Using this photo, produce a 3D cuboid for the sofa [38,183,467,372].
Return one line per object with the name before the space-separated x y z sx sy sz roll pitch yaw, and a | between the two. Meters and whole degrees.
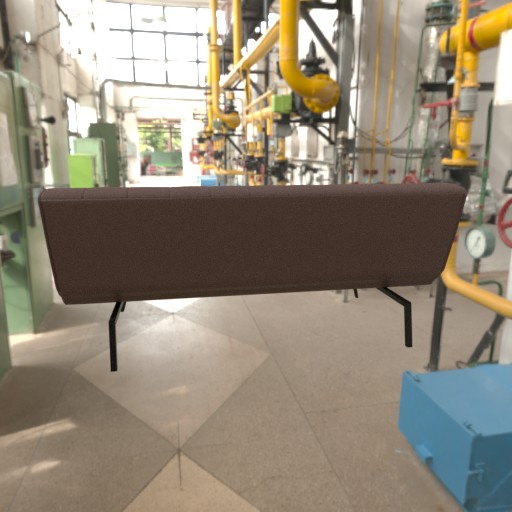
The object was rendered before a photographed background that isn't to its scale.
sofa | 0.000 0.000 2.108 1.703 0.699 0.747 -2 13 -10
